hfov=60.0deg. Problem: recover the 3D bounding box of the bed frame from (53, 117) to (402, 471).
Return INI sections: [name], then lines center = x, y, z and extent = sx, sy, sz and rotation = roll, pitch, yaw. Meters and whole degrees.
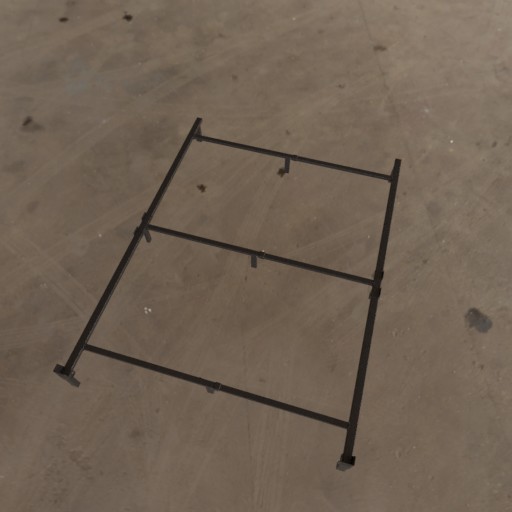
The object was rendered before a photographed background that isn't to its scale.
[bed frame]
center = 0.000, 0.000, 2.672
extent = 1.498, 0.248, 1.990
rotation = 14, 59, 9
